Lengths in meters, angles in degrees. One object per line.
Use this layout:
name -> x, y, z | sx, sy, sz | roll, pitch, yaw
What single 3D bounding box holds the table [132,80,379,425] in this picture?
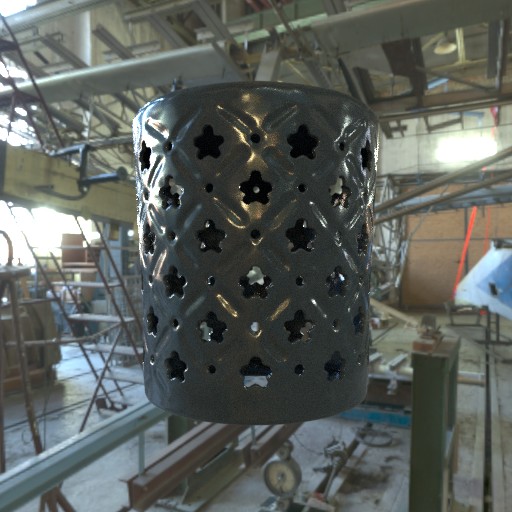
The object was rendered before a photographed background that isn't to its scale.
table -> 0.000, 0.000, 0.652 | 0.352, 0.387, 0.352 | 0, -1, 0
